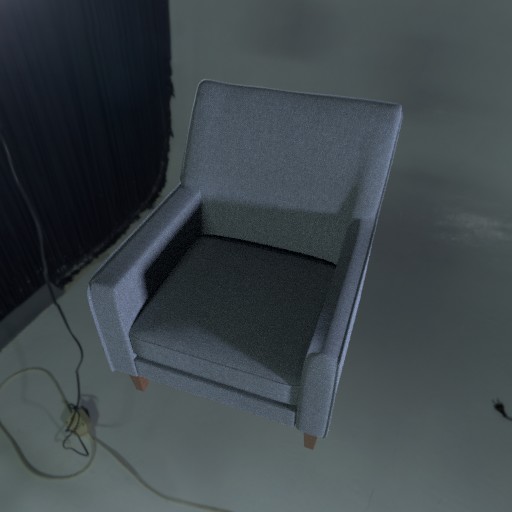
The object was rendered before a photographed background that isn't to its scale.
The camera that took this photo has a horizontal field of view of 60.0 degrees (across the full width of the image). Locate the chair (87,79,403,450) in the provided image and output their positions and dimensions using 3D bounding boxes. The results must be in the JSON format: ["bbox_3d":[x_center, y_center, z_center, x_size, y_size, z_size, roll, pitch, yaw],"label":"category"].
[{"bbox_3d":[0.000,0.000,1.599,0.780,0.919,0.899,13,42,15],"label":"chair"}]
